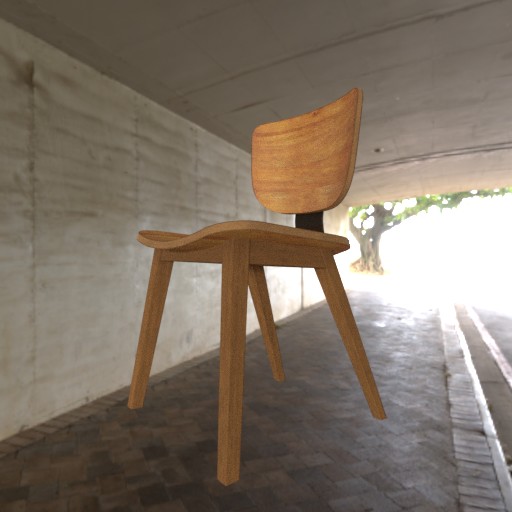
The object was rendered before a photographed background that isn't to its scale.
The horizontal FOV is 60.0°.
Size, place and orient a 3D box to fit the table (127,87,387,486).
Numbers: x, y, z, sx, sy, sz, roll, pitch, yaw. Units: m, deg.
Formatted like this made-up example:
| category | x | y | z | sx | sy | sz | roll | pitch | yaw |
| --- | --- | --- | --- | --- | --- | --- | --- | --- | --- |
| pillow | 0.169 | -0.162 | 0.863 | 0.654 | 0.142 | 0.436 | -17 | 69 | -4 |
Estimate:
| category | x | y | z | sx | sy | sz | roll | pitch | yaw |
| --- | --- | --- | --- | --- | --- | --- | --- | --- | --- |
| table | 0.000 | 0.000 | 1.123 | 0.500 | 0.805 | 0.499 | 0 | 1 | -36 |
